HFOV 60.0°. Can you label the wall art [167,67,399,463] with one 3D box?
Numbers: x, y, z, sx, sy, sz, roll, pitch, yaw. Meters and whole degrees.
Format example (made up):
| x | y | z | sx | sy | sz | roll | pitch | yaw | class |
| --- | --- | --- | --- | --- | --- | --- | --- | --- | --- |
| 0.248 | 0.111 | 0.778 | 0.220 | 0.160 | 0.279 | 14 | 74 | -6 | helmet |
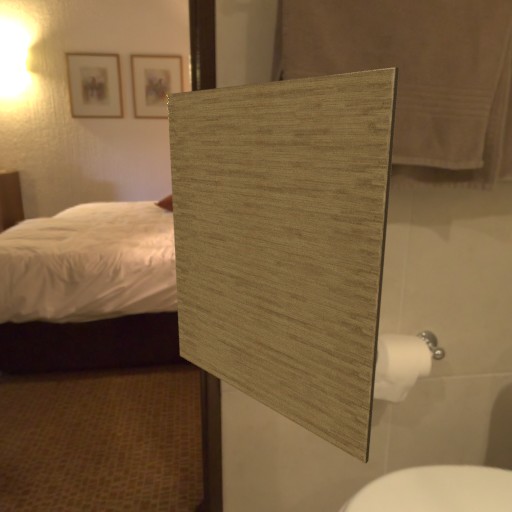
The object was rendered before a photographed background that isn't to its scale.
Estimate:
| x | y | z | sx | sy | sz | roll | pitch | yaw | class |
| --- | --- | --- | --- | --- | --- | --- | --- | --- | --- |
| 0.000 | 0.000 | 0.768 | 0.009 | 0.559 | 0.483 | -14 | 21 | -43 | wall art |
